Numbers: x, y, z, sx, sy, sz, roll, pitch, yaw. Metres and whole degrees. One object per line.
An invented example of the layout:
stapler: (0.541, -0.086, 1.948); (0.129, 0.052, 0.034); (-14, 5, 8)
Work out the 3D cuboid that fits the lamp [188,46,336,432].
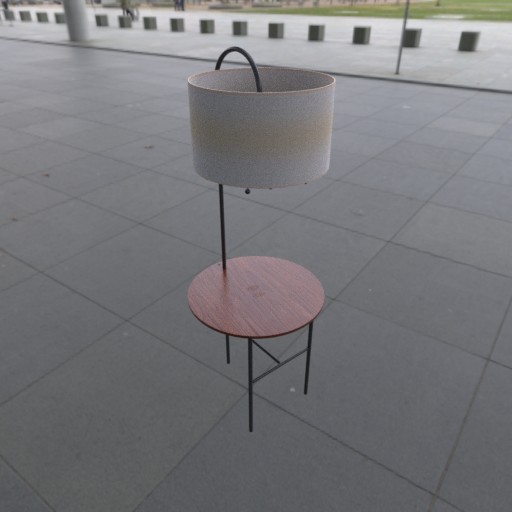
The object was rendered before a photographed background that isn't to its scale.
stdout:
lamp: (0.000, 0.000, 1.782); (0.573, 1.517, 0.573); (0, 31, 0)
